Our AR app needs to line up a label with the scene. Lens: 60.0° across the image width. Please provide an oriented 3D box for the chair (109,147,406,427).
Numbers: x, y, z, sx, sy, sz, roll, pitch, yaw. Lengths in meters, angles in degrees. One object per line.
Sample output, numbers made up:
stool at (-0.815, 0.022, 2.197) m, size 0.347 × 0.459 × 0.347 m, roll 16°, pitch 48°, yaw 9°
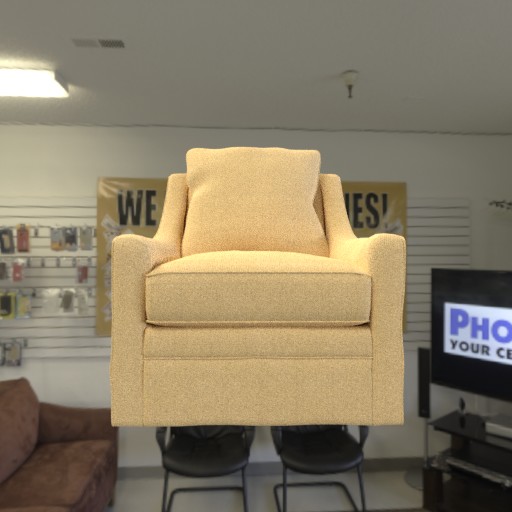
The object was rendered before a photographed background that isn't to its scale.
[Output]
chair at (0.000, 0.000, 1.558) m, size 0.760 × 0.927 × 0.876 m, roll 0°, pitch 0°, yaw -1°
